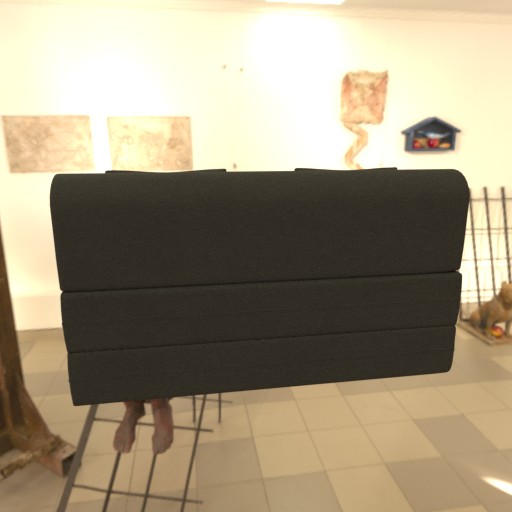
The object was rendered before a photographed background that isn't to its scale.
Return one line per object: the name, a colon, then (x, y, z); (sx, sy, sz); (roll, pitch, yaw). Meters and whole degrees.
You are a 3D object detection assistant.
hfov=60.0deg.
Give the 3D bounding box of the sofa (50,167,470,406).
sofa: (0.000, 0.000, 1.673); (1.225, 0.670, 0.762); (-2, 15, -9)
